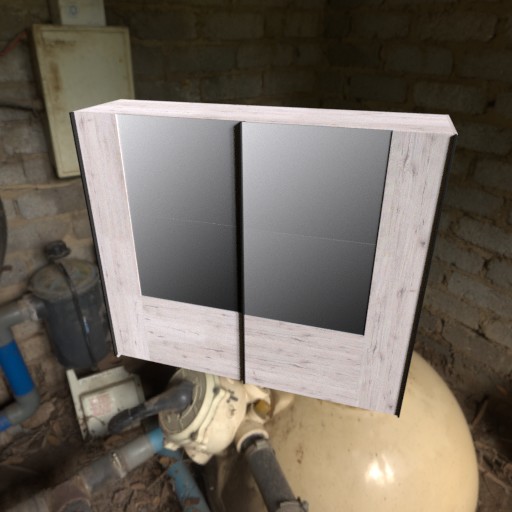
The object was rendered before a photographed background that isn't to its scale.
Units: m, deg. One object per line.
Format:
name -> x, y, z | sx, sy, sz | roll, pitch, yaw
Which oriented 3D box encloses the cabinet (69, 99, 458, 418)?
cabinet -> 0.000, 0.000, 3.516 | 2.500, 2.180, 0.660 | 8, 28, 15
